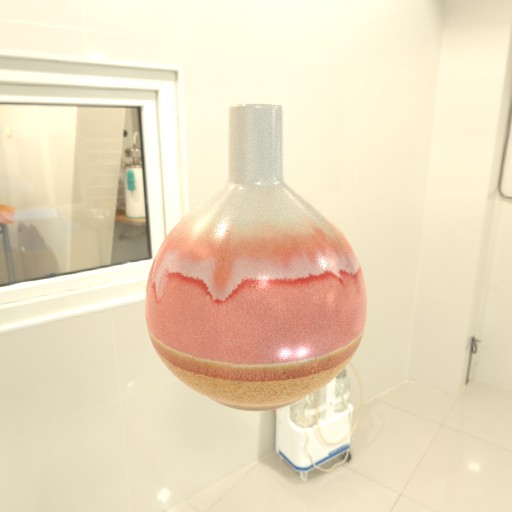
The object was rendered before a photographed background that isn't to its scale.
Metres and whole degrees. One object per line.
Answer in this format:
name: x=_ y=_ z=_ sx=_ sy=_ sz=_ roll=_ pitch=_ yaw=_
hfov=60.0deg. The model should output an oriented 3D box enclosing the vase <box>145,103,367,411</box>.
vase: x=0.000 y=0.000 z=0.273 sx=0.137 sy=0.176 sz=0.137 roll=0 pitch=16 yaw=0
